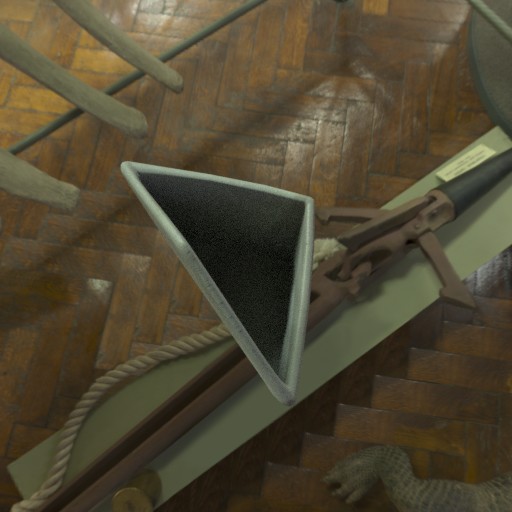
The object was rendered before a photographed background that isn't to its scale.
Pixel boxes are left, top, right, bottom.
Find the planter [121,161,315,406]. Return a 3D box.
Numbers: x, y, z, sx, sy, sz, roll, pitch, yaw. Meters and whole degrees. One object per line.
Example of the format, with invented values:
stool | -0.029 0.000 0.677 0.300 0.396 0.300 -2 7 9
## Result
planter | 0.000 0.000 0.278 0.080 0.194 0.163 -35 78 -9
